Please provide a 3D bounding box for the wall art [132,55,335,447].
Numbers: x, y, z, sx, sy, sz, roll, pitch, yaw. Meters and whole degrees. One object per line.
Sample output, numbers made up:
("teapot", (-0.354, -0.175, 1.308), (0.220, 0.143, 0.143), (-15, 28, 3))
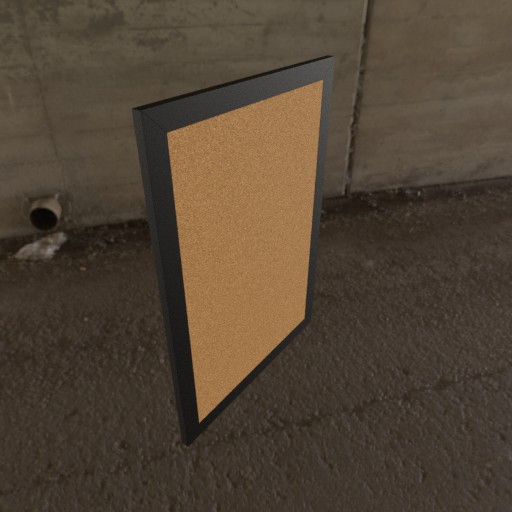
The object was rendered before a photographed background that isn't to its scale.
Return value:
("wall art", (0.000, 0.000, 0.599), (0.011, 0.459, 0.326), (23, 40, 30))
